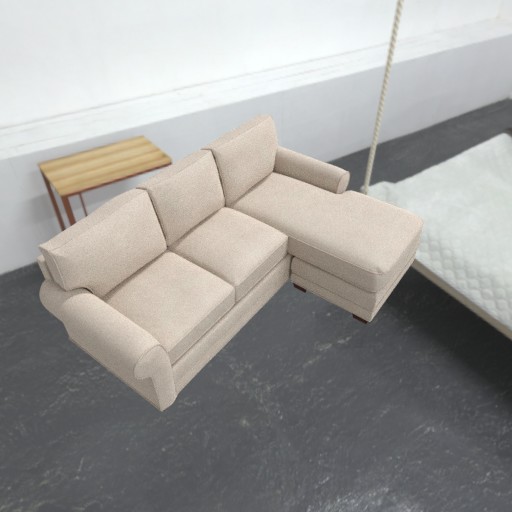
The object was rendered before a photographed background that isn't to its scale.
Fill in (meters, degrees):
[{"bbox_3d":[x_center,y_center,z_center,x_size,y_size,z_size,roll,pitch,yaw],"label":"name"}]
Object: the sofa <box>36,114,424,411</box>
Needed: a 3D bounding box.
[{"bbox_3d":[0.000,0.000,2.309,1.226,0.734,1.770,27,49,26],"label":"sofa"}]
